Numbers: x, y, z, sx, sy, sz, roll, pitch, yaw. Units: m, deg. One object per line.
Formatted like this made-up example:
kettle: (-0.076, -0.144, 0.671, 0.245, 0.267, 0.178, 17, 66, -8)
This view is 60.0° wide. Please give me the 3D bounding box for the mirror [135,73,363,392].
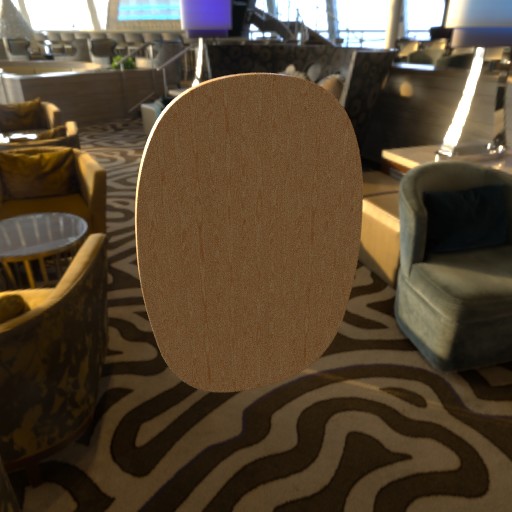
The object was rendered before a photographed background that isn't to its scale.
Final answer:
mirror: (0.000, 0.000, 1.407, 0.724, 1.075, 0.037, -8, 28, -16)
